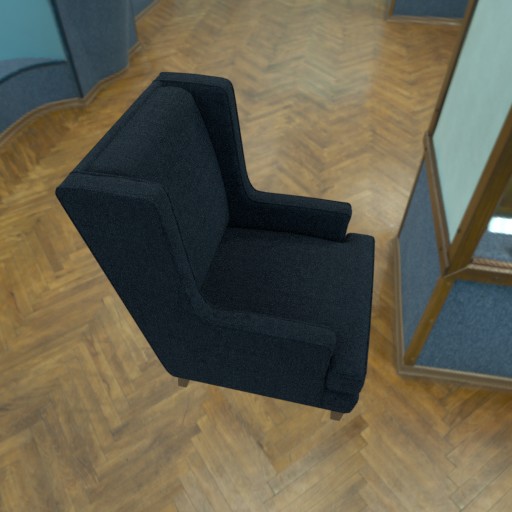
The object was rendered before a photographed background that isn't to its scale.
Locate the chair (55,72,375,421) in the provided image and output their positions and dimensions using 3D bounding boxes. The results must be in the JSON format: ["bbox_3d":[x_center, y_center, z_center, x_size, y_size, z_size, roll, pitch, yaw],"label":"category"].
[{"bbox_3d":[0.000,0.000,1.741,0.947,1.072,0.764,9,46,9],"label":"chair"}]
